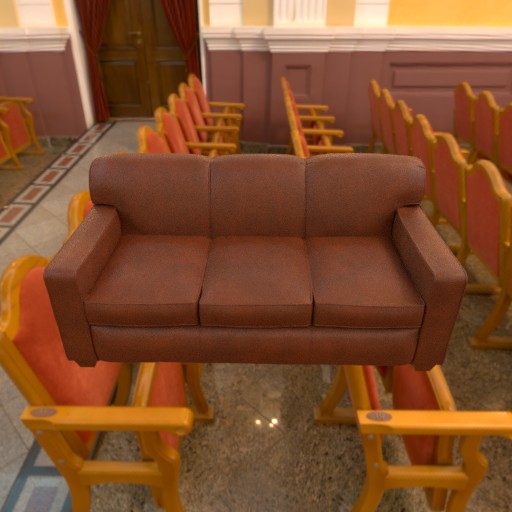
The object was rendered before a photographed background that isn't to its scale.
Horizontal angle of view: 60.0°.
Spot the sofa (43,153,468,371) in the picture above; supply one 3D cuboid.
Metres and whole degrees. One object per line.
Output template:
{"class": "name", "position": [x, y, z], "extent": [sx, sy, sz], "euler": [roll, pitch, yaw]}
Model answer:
{"class": "sofa", "position": [0.000, 0.000, 2.549], "extent": [2.039, 0.953, 1.008], "euler": [0, 31, 1]}
